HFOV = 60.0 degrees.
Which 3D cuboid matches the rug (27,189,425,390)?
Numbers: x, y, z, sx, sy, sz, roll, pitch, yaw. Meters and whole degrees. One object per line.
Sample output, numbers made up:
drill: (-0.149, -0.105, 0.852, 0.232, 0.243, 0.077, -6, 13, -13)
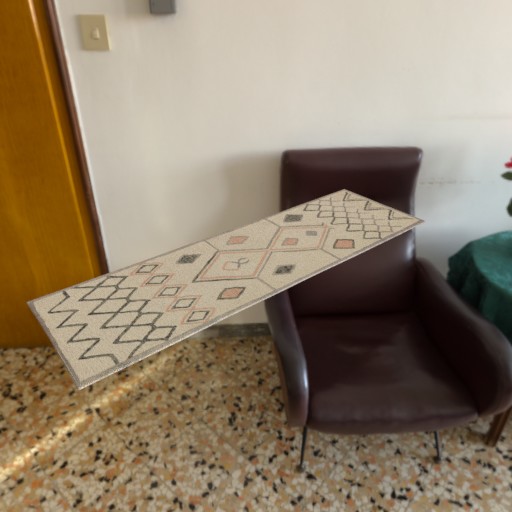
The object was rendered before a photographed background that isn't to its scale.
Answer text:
rug: (0.000, 0.000, 2.688, 2.435, 0.011, 0.750, -22, 37, -32)
